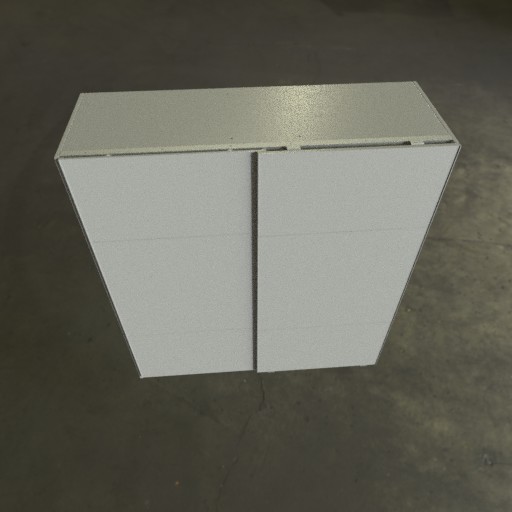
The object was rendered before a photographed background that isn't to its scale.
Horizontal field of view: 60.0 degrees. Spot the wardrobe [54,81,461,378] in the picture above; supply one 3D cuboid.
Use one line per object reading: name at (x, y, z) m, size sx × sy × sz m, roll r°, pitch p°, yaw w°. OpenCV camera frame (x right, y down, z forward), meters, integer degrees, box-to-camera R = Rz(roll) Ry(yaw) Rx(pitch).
wardrobe at (0.000, 0.000, 2.843) m, size 1.780 × 1.960 × 0.629 m, roll -3°, pitch 47°, yaw -3°
